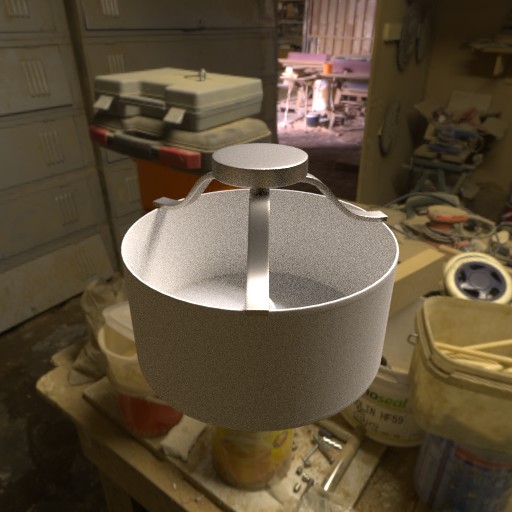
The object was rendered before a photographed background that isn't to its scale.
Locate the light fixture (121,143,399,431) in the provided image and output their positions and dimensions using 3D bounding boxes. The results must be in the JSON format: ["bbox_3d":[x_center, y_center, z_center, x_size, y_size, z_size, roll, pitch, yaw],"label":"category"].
[{"bbox_3d":[0.000,0.000,0.652,0.395,0.304,0.395,0,28,0],"label":"light fixture"}]
